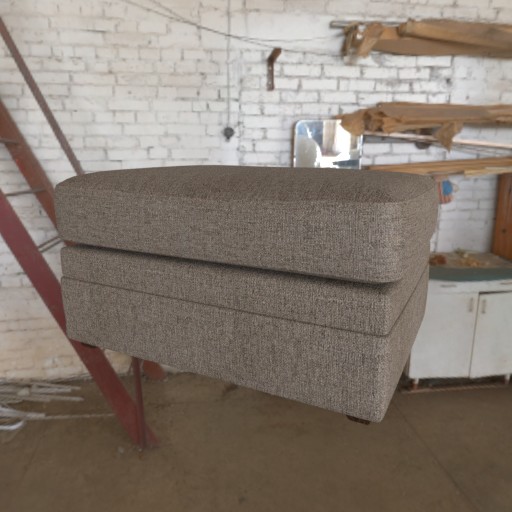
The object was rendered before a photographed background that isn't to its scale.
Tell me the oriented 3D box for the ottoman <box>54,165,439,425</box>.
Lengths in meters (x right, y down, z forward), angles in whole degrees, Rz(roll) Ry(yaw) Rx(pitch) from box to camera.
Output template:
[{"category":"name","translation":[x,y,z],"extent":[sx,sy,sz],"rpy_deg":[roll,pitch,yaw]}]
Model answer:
[{"category":"ottoman","translation":[0.000,0.000,1.223],"extent":[0.885,0.478,0.637],"rpy_deg":[7,15,26]}]
